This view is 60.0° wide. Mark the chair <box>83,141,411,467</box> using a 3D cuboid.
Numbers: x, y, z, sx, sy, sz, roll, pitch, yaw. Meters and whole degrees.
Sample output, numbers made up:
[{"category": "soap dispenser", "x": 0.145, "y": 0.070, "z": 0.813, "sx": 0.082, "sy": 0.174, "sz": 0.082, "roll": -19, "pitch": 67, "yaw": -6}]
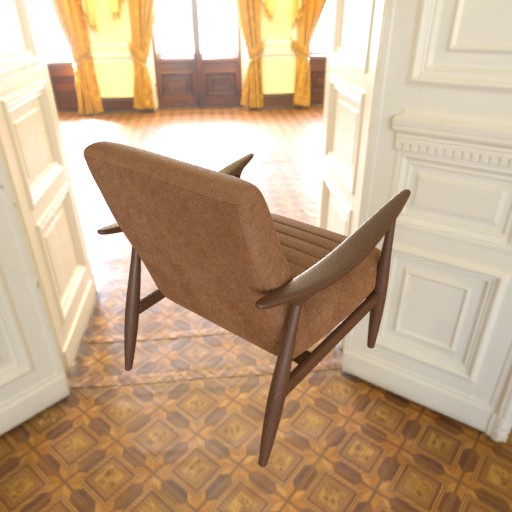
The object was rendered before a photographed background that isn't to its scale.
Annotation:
[{"category": "chair", "x": 0.000, "y": 0.000, "z": 1.469, "sx": 0.741, "sy": 0.832, "sz": 0.798, "roll": 21, "pitch": 36, "yaw": 32}]
